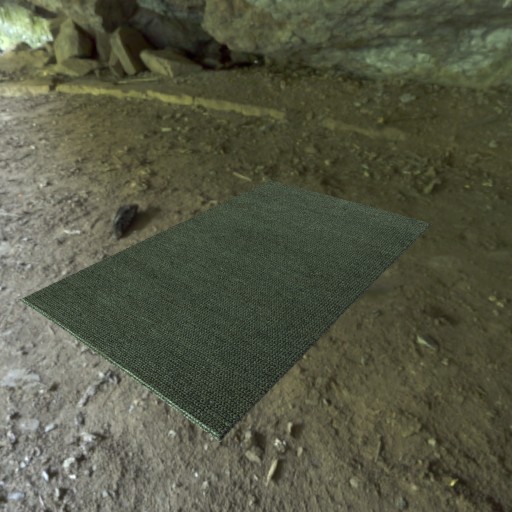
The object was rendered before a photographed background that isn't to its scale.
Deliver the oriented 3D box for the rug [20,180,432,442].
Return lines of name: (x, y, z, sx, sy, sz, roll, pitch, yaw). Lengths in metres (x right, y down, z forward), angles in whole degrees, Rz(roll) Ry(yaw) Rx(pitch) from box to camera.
rug: (0.000, 0.000, 2.965, 1.538, 0.021, 2.443, 21, 36, 32)
